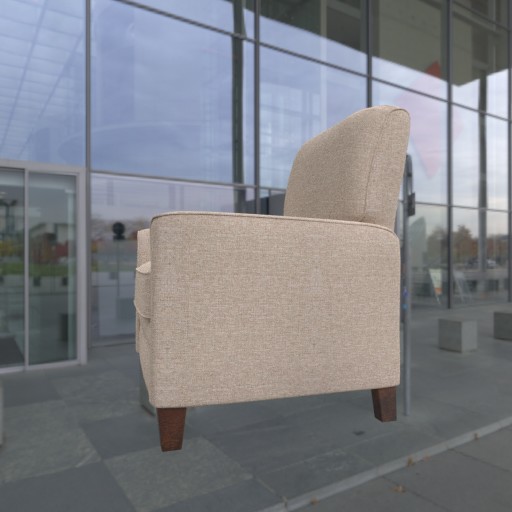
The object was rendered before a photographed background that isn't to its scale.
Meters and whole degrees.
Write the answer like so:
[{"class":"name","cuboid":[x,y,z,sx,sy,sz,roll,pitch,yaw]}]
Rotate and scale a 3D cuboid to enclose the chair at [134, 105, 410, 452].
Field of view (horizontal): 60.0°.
[{"class":"chair","cuboid":[0.000,0.000,1.631,0.858,1.028,0.841,0,0,-18]}]
